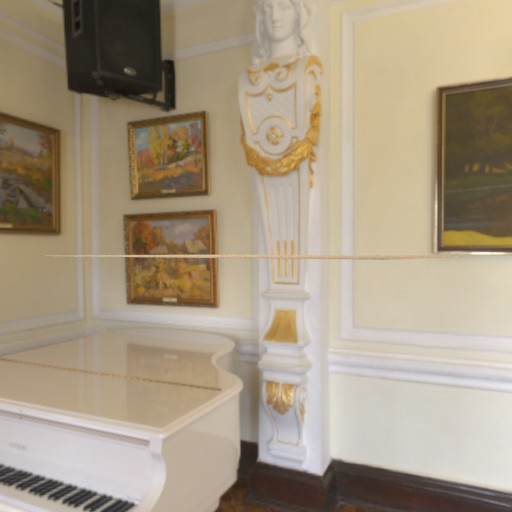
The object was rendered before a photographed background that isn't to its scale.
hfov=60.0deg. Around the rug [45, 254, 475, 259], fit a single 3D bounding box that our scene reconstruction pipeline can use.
[{"bbox_3d":[0.000,0.000,3.615,2.895,0.006,1.981,0,1,37],"label":"rug"}]
